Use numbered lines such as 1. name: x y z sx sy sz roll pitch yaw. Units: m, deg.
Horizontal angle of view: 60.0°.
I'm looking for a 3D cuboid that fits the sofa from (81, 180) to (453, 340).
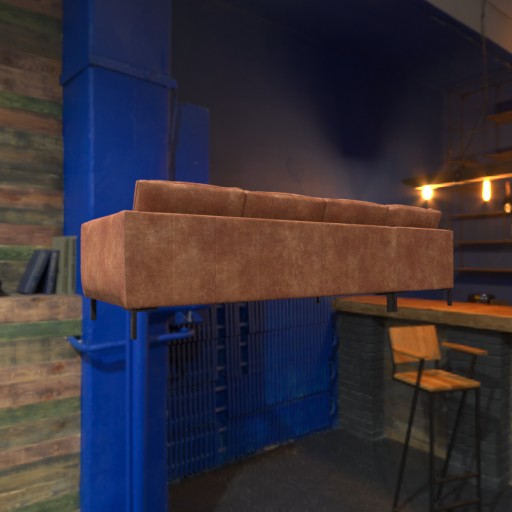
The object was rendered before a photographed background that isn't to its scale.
1. sofa: 0.000 0.000 3.855 2.984 0.877 1.938 0 0 -35
